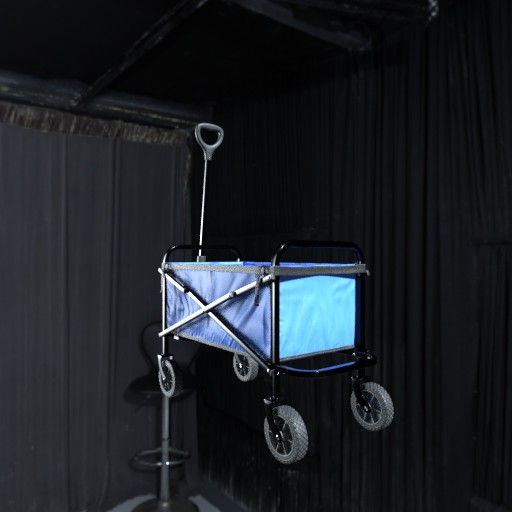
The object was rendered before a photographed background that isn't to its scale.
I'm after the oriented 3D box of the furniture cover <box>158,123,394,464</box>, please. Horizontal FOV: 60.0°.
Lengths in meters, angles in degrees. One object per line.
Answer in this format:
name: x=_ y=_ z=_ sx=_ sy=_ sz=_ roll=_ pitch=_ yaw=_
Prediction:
furniture cover: x=0.000 y=0.000 z=1.877 sx=0.532 sy=1.295 sz=1.038 roll=0 pitch=0 yaw=-37
